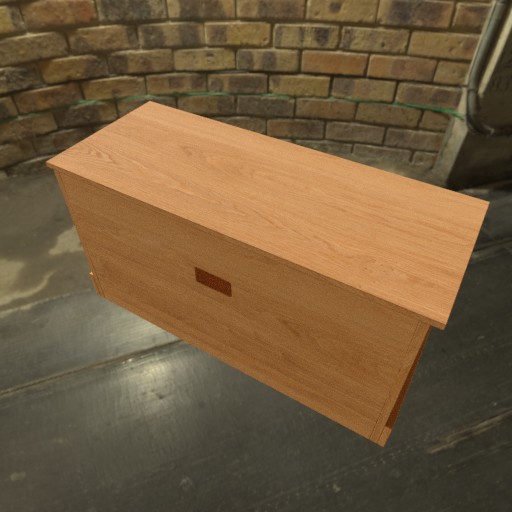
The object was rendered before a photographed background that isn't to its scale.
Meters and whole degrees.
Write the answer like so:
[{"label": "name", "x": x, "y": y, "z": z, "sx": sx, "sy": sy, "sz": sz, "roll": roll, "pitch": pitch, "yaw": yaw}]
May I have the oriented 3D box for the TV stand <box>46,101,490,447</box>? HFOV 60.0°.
[{"label": "TV stand", "x": 0.000, "y": 0.000, "z": 1.342, "sx": 1.080, "sy": 0.550, "sz": 0.440, "roll": 23, "pitch": 49, "yaw": 21}]
